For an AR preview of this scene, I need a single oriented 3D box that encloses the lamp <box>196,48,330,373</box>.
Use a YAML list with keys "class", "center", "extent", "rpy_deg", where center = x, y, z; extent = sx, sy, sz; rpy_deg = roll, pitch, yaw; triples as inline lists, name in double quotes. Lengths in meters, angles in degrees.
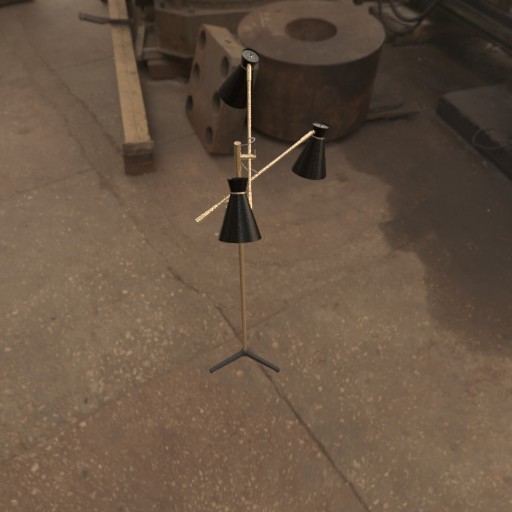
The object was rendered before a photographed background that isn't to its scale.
- class: "lamp"
  center: [0.000, 0.000, 2.217]
  extent: [0.653, 1.804, 0.750]
  rpy_deg: [-24, 51, -20]
